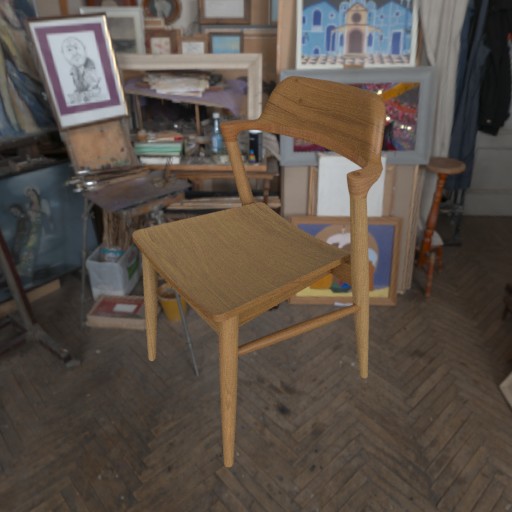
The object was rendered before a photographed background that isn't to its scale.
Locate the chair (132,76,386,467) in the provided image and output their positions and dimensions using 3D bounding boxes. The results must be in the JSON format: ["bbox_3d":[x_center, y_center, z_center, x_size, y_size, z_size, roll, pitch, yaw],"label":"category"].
[{"bbox_3d":[0.000,0.000,1.135,0.499,0.792,0.512,-21,37,-30],"label":"chair"}]
